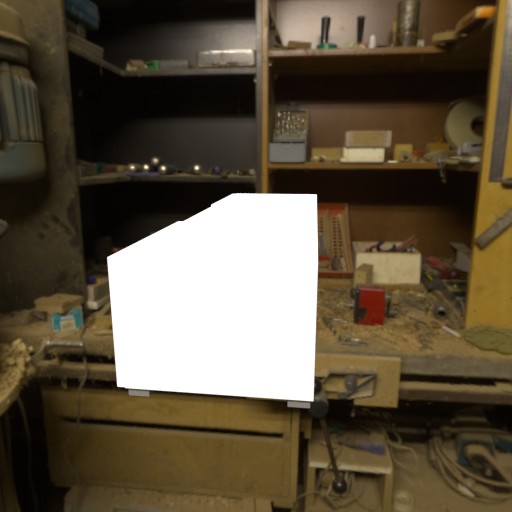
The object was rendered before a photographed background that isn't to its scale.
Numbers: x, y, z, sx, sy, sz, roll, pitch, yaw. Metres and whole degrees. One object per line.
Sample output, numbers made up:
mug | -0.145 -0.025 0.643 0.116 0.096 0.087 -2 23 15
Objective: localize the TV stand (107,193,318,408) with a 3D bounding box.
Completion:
TV stand | 0.000 0.000 1.573 0.420 0.310 1.400 2 13 7
